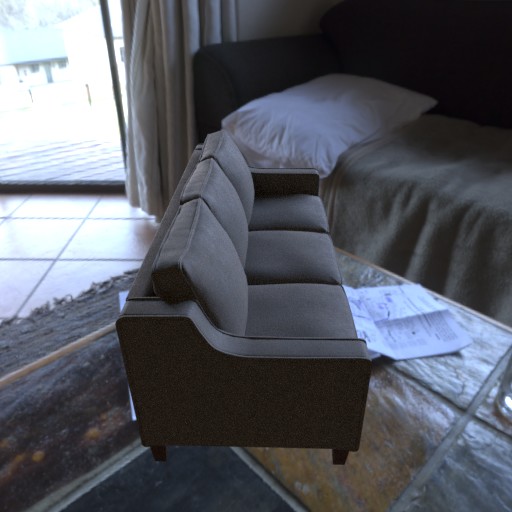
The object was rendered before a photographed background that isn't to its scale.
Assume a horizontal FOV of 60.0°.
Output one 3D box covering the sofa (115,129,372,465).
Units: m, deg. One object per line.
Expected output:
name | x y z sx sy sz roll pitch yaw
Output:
sofa | 0.000 0.000 2.502 0.911 0.974 1.986 1 31 1
